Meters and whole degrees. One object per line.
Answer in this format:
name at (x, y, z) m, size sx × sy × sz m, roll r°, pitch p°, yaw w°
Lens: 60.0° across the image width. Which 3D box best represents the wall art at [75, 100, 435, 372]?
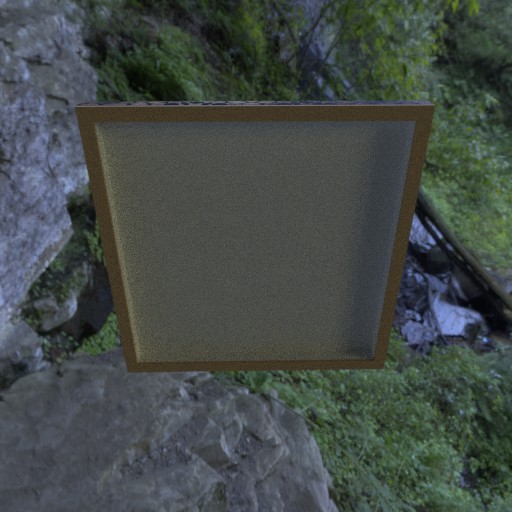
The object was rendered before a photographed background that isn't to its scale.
wall art at (0.000, 0.000, 0.919) m, size 0.612 × 0.612 × 0.038 m, roll -1°, pitch 30°, yaw -1°
